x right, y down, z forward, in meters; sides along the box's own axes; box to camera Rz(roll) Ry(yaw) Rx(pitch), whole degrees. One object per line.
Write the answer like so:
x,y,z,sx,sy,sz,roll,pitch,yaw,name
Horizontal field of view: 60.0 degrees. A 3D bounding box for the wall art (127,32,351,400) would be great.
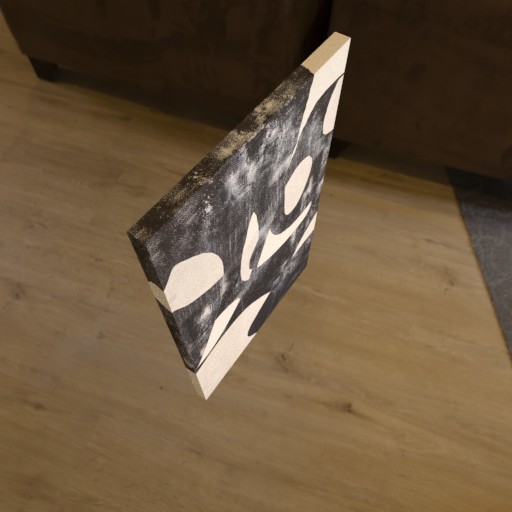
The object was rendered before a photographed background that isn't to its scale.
0.000,0.000,1.162,0.041,0.915,0.610,31,63,18,wall art
